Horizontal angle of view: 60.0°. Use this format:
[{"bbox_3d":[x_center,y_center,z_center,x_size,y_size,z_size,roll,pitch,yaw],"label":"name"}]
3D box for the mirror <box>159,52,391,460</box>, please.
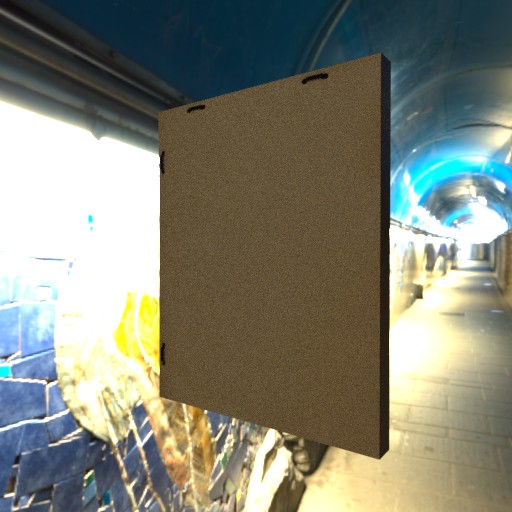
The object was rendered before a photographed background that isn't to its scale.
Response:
[{"bbox_3d":[0.000,0.000,0.683,0.405,0.508,0.041,1,1,36],"label":"mirror"}]
